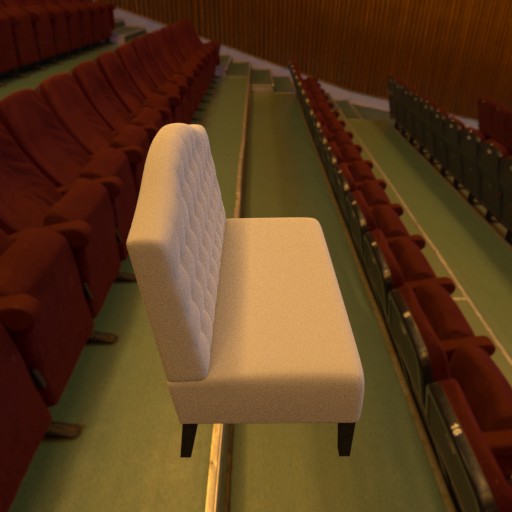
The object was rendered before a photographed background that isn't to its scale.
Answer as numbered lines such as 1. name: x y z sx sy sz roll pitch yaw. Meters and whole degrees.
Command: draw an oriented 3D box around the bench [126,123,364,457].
1. bench: 0.000 0.000 2.100 0.815 1.180 1.335 0 31 0
